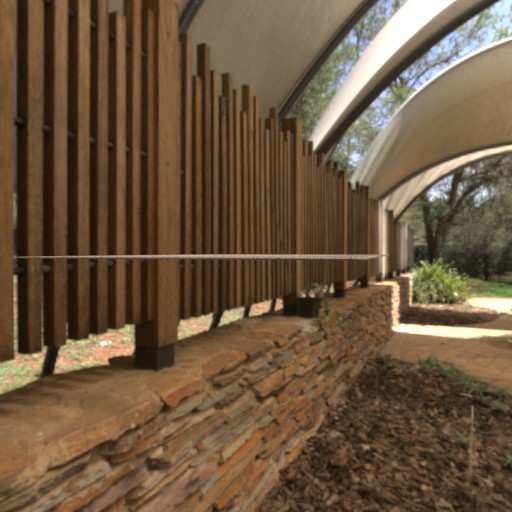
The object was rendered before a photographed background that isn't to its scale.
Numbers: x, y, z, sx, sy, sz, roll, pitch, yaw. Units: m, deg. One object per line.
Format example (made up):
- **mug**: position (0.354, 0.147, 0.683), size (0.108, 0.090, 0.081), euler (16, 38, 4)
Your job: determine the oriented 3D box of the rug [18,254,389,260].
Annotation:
- **rug**: position (0.000, 0.000, 3.664), size (2.005, 0.013, 2.890), euler (0, 1, 19)
